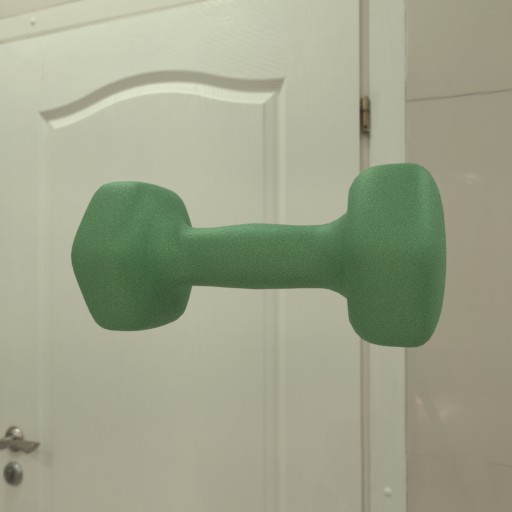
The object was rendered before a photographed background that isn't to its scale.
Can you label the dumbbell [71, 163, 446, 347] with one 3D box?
[{"bbox_3d":[0.000,0.000,0.331,0.260,0.117,0.129,0,-1,19],"label":"dumbbell"}]
